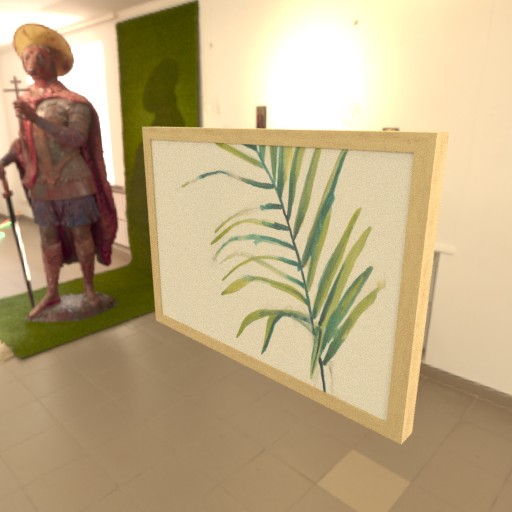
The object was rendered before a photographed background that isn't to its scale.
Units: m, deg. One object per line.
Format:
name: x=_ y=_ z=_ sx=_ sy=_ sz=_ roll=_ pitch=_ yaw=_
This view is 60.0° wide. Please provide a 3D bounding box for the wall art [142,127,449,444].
wall art: x=0.000 y=0.000 z=0.689 sx=0.532 sy=0.380 sz=0.032 roll=15 pitch=23 yaw=41
